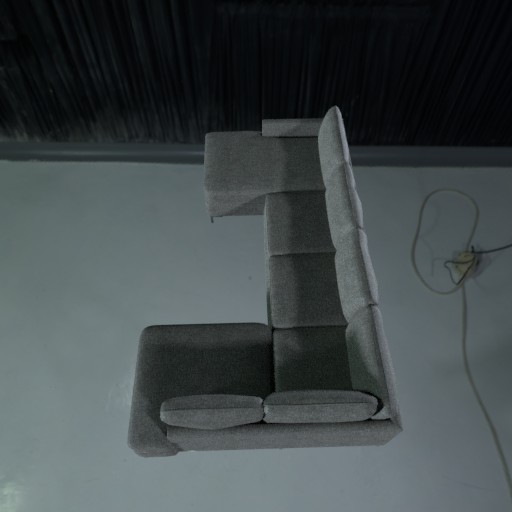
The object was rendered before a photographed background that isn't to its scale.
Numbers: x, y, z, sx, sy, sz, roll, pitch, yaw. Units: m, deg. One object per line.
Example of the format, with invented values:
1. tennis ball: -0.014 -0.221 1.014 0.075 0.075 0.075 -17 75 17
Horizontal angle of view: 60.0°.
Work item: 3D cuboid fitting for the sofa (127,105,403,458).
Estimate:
1. sofa: 0.000 0.000 4.276 2.048 0.999 3.423 -1 58 -1
